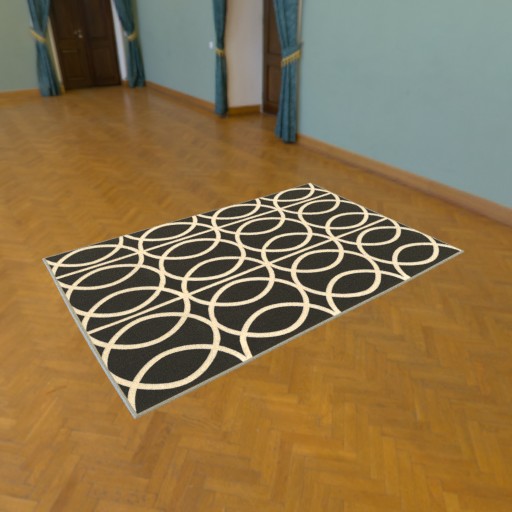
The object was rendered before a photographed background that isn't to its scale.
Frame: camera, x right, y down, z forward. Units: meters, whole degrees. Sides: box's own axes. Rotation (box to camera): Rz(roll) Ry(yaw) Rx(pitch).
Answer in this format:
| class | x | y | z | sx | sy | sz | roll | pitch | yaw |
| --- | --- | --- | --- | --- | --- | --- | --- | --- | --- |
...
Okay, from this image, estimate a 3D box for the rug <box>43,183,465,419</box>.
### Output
| class | x | y | z | sx | sy | sz | roll | pitch | yaw |
| --- | --- | --- | --- | --- | --- | --- | --- | --- | --- |
| rug | 0.000 | 0.000 | 2.863 | 2.294 | 0.014 | 1.528 | -20 | 36 | -30 |
